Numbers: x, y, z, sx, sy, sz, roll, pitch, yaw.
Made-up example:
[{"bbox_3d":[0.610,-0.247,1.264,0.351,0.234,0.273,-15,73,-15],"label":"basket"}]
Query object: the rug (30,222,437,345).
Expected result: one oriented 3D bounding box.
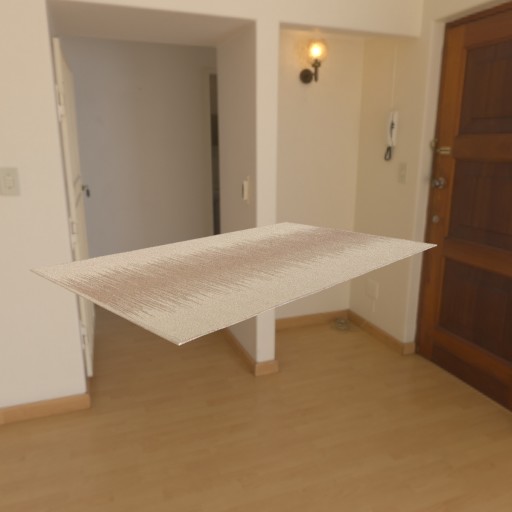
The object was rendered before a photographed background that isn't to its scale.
[{"bbox_3d":[0.000,0.000,3.066,1.522,0.012,2.440,13,19,42],"label":"rug"}]
